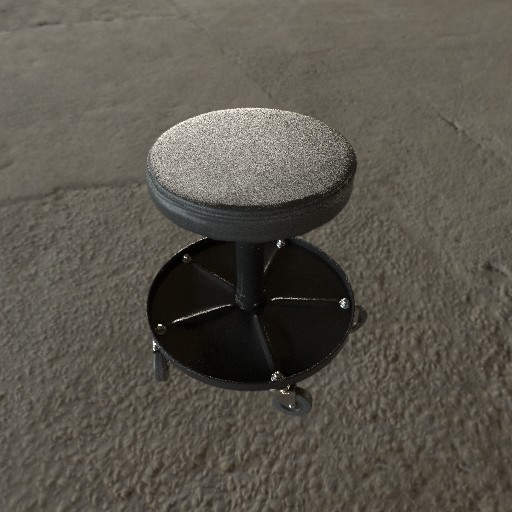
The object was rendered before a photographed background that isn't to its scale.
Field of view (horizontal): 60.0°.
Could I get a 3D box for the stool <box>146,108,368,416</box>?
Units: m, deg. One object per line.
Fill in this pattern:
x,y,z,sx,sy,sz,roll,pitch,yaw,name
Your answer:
0.000,0.000,0.690,0.382,0.365,0.381,-13,43,-14,stool
